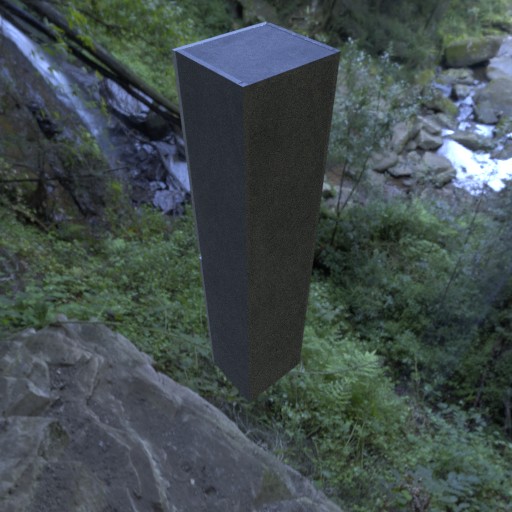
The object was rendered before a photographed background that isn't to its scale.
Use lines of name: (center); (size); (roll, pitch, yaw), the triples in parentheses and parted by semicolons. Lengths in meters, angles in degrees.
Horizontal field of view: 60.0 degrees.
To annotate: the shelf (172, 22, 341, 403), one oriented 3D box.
shelf: (0.000, 0.000, 1.555); (0.300, 1.400, 0.270); (-31, 53, -27)
